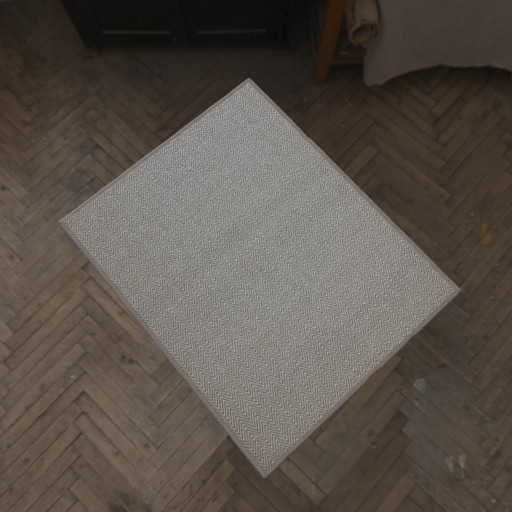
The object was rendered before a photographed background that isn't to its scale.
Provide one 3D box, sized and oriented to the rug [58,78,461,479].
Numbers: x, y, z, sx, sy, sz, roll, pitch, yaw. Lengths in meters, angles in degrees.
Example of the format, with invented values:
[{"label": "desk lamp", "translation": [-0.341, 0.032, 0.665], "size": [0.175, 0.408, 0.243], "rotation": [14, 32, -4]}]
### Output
[{"label": "rug", "translation": [0.000, 0.000, 4.180], "size": [2.434, 0.032, 3.007], "rotation": [-40, 79, -9]}]
